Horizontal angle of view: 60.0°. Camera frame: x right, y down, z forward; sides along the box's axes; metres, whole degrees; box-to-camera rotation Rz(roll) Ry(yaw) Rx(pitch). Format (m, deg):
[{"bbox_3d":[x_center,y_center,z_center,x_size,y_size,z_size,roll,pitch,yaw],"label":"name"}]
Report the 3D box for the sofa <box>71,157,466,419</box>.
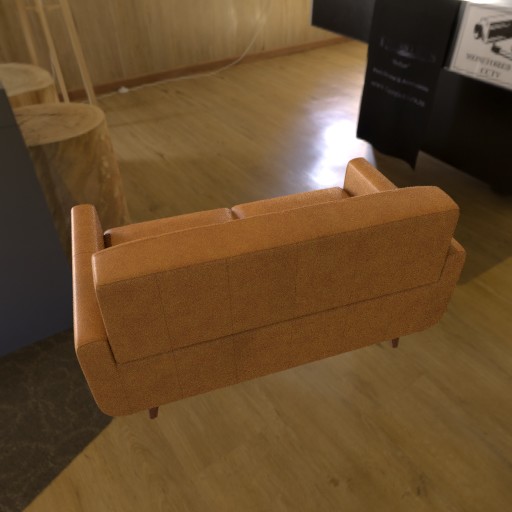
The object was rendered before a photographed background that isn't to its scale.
[{"bbox_3d":[0.000,0.000,2.180,1.651,0.925,0.952,-12,42,-14],"label":"sofa"}]
